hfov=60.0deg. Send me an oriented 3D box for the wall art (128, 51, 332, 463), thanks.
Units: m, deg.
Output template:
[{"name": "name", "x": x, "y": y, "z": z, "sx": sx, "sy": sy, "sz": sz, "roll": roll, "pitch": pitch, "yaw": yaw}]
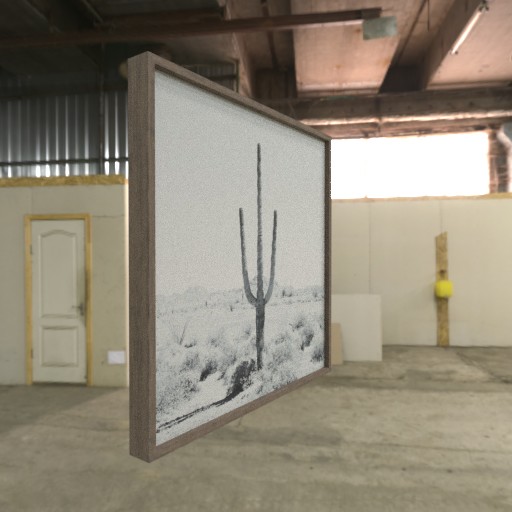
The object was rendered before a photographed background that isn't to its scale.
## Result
[{"name": "wall art", "x": 0.000, "y": 0.000, "z": 0.764, "sx": 0.038, "sy": 0.508, "sz": 0.508, "roll": 1, "pitch": 1, "yaw": 36}]
